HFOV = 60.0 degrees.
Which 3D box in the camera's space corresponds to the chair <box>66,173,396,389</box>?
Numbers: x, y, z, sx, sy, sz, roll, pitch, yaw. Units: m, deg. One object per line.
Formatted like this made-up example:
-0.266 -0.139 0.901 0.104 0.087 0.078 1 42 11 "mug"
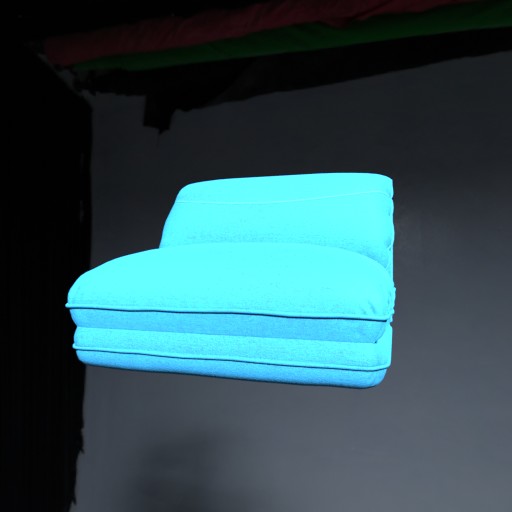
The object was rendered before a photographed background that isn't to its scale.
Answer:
0.000 0.000 1.364 0.820 0.580 0.780 0 0 17 "chair"
